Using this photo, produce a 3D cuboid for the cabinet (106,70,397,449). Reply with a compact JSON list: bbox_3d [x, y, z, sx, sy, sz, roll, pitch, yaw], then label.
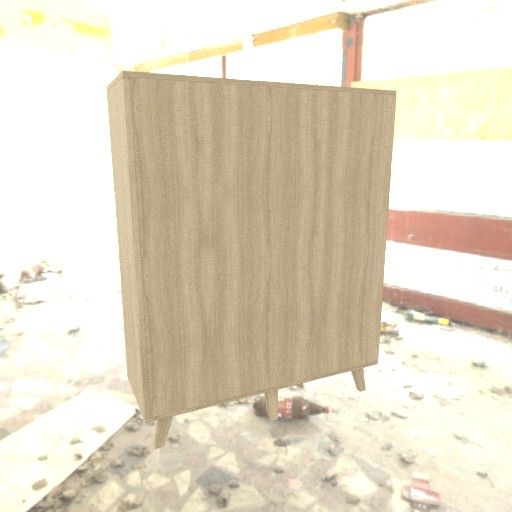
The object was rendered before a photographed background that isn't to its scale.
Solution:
[{"bbox_3d":[0.000,0.000,1.948,1.111,1.388,0.398,-6,15,-25],"label":"cabinet"}]
